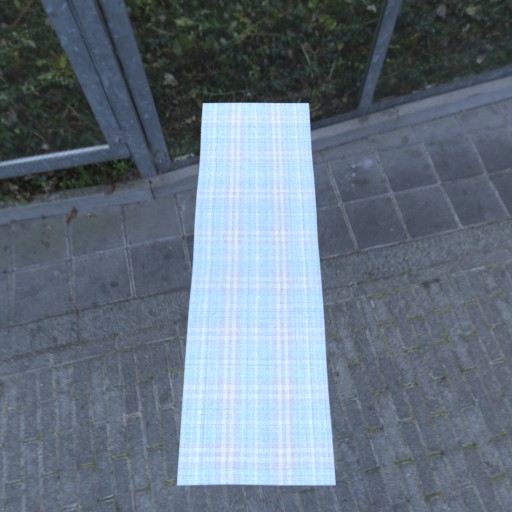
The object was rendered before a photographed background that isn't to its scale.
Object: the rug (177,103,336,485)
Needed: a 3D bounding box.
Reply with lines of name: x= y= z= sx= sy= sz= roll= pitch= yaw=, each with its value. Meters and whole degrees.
rug: x=0.000 y=0.000 z=2.651 sx=0.762 sy=0.013 sz=2.439 roll=0 pitch=64 yaw=0
